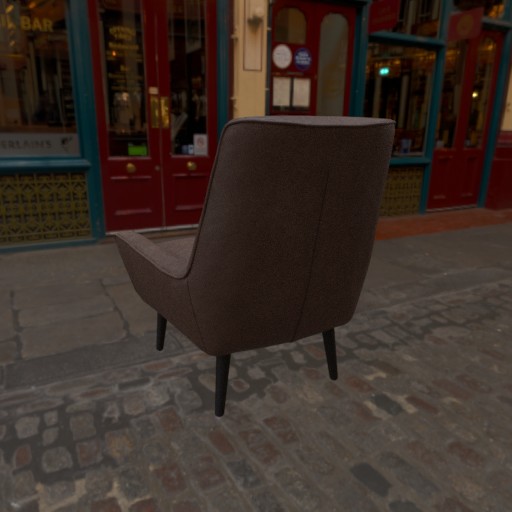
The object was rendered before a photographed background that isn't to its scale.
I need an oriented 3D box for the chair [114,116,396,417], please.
[{"bbox_3d":[0.000,0.000,1.505,0.787,0.888,0.824,-8,18,-27],"label":"chair"}]
